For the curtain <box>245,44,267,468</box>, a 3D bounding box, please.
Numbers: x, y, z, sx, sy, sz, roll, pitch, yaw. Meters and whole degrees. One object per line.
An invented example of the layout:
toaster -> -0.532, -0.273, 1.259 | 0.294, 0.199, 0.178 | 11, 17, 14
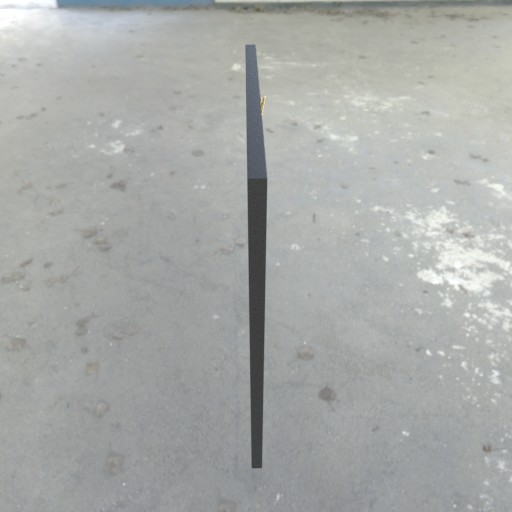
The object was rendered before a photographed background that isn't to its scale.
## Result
curtain -> 0.000, 0.000, 0.794 | 0.027, 0.585, 0.483 | -1, 39, -1
